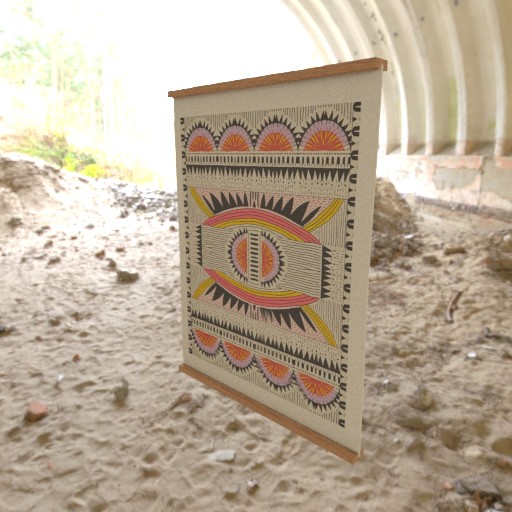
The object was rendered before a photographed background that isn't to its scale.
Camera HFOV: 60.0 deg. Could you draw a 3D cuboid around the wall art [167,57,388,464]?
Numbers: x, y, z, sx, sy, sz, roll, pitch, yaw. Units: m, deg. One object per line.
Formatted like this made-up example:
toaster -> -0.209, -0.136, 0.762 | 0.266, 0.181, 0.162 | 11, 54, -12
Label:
wall art -> 0.000, 0.000, 0.702 | 0.403, 0.527, 0.028 | 12, 18, 42
